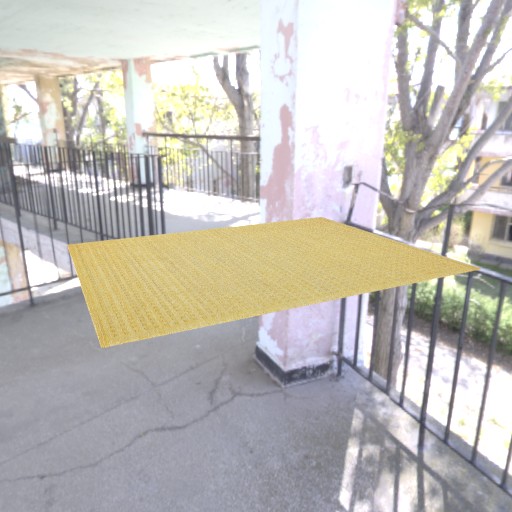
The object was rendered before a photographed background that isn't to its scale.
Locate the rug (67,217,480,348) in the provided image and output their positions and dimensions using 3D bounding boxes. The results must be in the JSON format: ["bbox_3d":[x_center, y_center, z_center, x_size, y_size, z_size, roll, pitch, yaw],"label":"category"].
[{"bbox_3d":[0.000,0.000,4.337,3.242,0.015,2.486,-8,19,-25],"label":"rug"}]
